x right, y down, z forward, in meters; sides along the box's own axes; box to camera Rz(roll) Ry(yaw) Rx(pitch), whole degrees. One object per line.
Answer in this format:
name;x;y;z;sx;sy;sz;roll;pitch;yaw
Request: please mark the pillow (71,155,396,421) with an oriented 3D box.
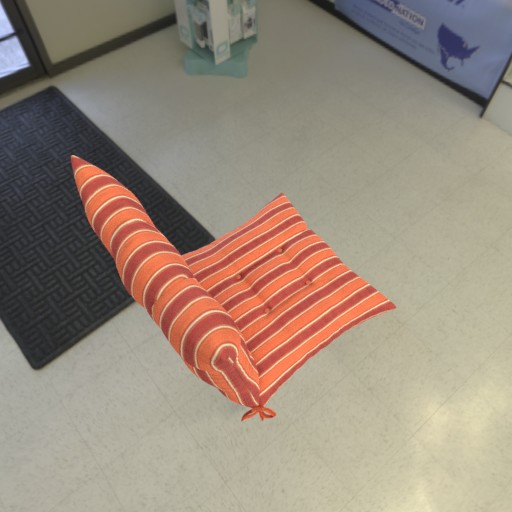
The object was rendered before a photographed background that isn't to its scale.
pillow;0.000;0.000;1.030;0.585;0.536;0.541;-32;63;-19
